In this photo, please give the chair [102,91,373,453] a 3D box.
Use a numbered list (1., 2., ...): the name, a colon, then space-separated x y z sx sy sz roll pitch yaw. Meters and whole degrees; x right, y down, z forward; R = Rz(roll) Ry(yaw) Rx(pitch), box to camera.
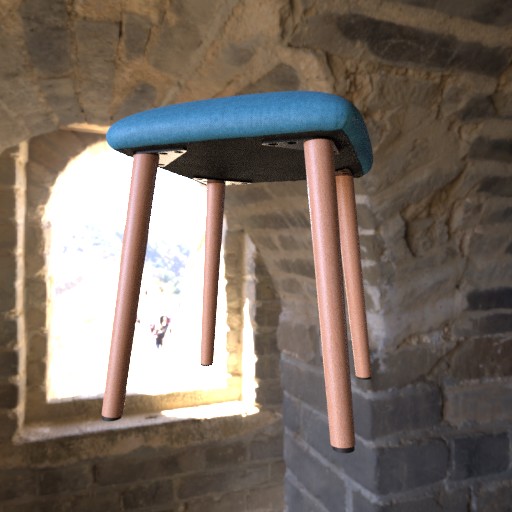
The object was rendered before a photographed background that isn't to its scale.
1. chair: 0.000 0.000 0.717 0.360 0.450 0.360 0 0 18
